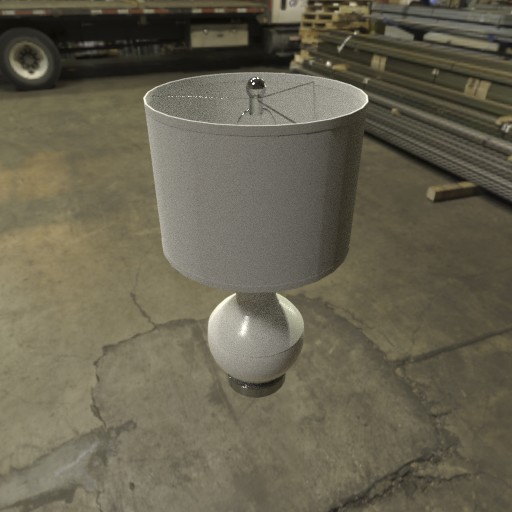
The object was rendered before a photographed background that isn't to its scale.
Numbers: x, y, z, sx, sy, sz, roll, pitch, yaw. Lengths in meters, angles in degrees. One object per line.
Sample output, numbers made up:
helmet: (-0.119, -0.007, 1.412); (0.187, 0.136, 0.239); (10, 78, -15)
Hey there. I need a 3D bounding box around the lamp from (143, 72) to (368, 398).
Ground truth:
lamp: (0.000, 0.000, 0.882); (0.357, 0.673, 0.357); (-12, 35, -18)
